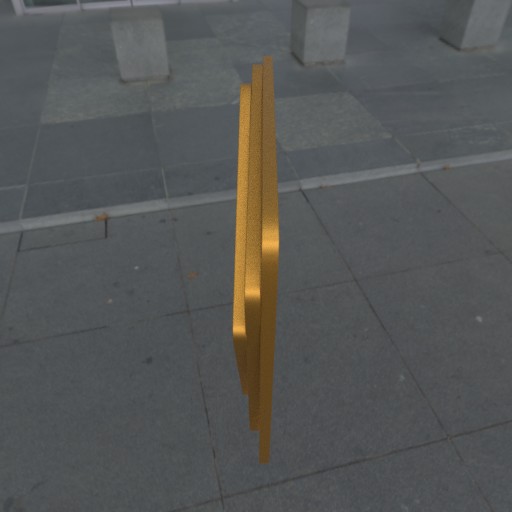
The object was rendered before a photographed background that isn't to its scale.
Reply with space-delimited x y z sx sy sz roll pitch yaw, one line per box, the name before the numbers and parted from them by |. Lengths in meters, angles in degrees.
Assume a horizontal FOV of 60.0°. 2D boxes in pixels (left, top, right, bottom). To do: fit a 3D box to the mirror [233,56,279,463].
mirror | 0.000 0.000 0.690 0.045 0.468 0.470 1 43 1
